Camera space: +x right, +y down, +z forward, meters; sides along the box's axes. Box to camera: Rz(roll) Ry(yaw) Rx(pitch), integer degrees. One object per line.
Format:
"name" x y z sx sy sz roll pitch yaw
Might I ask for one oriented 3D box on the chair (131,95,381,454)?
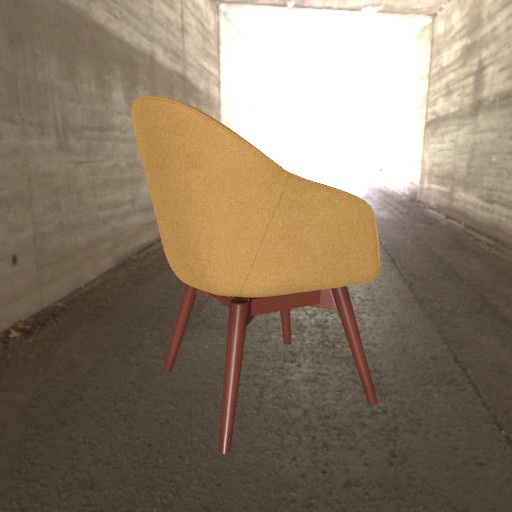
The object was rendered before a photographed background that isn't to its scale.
"chair" 0.000 0.000 1.266 0.635 0.823 0.596 -7 14 -27
